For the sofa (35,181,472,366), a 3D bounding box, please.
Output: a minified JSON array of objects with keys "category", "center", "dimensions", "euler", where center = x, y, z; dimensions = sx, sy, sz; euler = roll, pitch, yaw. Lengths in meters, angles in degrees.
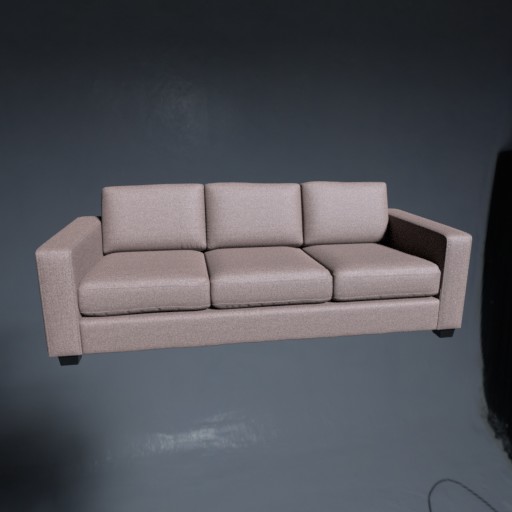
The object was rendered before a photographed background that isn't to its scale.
[{"category":"sofa","center":[0.000,0.000,2.603],"dimensions":[2.160,0.806,0.900],"euler":[-2,15,-9]}]
